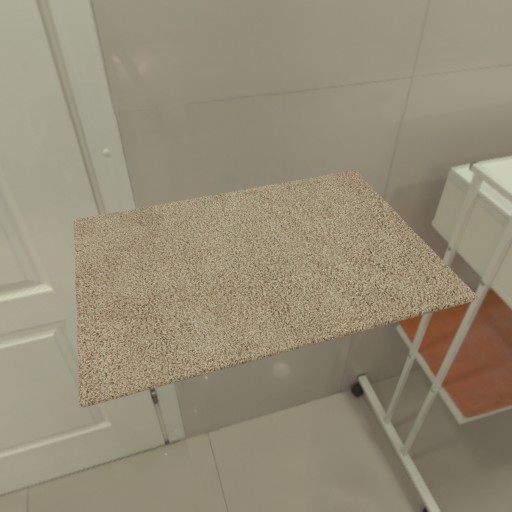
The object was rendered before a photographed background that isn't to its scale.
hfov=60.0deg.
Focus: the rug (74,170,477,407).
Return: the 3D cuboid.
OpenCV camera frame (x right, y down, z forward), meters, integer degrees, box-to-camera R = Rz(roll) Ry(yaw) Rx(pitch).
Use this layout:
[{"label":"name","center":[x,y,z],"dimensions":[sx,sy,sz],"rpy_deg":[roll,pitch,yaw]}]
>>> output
[{"label":"rug","center":[0.000,0.000,2.288],"dimensions":[1.778,0.030,1.219],"rpy_deg":[-12,43,-14]}]
